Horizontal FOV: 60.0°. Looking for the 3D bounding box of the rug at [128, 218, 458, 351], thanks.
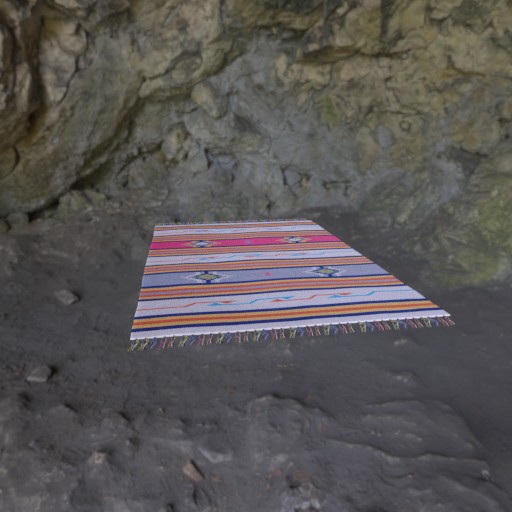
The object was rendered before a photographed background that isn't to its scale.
[{"bbox_3d":[0.000,0.000,2.248,1.084,0.013,1.849,-3,16,-9],"label":"rug"}]
